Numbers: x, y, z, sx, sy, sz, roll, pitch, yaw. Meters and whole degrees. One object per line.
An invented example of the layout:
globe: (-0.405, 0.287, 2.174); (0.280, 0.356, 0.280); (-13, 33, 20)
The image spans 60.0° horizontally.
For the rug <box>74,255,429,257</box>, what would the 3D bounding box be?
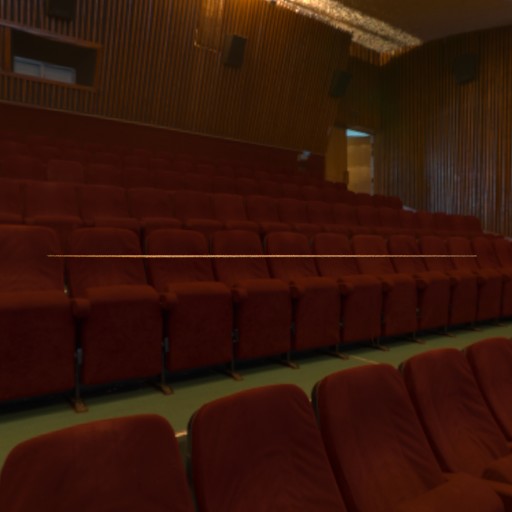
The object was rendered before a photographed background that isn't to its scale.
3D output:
rug: (0.000, 0.000, 4.043); (3.067, 0.005, 2.460); (0, 0, -35)
